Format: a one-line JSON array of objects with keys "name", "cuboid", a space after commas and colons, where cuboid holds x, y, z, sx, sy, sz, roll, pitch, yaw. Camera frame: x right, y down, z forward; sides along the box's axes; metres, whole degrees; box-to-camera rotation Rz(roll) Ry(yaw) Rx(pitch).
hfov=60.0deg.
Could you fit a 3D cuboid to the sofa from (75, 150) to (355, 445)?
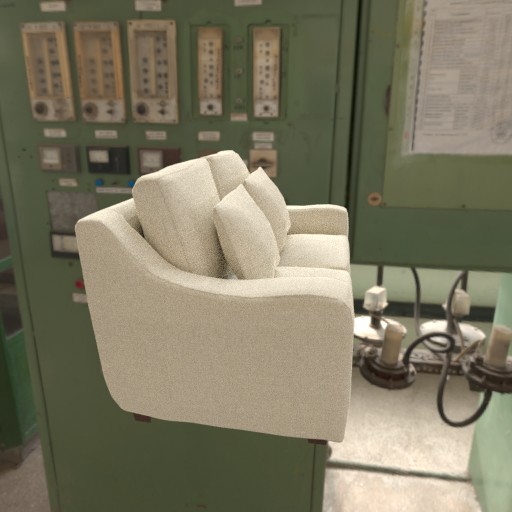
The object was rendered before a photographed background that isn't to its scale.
[{"name": "sofa", "cuboid": [0.000, 0.000, 2.400, 1.040, 1.047, 1.744, 3, 18, 10]}]
